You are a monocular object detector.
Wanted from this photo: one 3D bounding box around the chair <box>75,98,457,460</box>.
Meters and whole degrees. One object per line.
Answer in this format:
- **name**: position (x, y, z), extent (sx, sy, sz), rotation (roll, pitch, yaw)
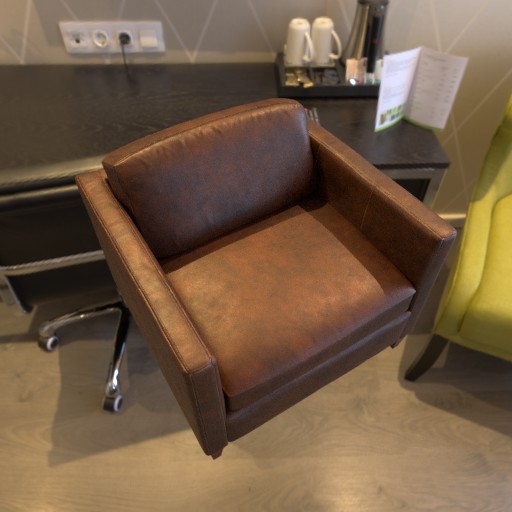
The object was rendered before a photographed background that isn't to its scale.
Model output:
- **chair**: position (0.000, 0.000, 1.726), extent (0.990, 0.864, 0.975), rotation (-24, 52, -21)
